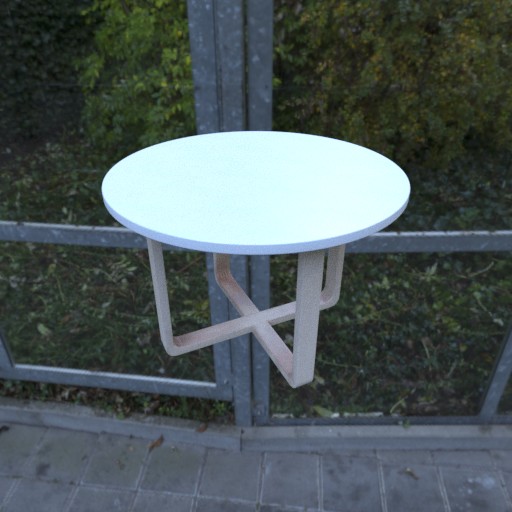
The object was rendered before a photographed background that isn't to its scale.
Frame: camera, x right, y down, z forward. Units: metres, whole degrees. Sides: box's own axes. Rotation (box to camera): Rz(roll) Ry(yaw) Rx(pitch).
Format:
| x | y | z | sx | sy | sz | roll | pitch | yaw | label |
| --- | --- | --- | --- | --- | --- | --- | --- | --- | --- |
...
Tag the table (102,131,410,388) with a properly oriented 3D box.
| x | y | z | sx | sy | sz | roll | pitch | yaw | label |
| --- | --- | --- | --- | --- | --- | --- | --- | --- | --- |
| 0.000 | 0.000 | 1.001 | 0.600 | 0.400 | 0.600 | 0 | 31 | 0 | table |
